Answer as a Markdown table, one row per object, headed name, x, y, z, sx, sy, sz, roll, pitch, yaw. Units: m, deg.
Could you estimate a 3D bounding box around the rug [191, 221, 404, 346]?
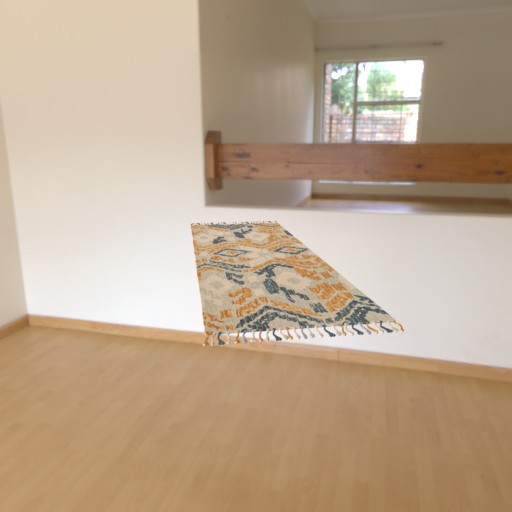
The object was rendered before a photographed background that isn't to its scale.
| name | x | y | z | sx | sy | sz | roll | pitch | yaw |
| --- | --- | --- | --- | --- | --- | --- | --- | --- | --- |
| rug | 0.000 | 0.000 | 2.777 | 0.783 | 0.010 | 2.437 | -2 | 15 | -9 |
